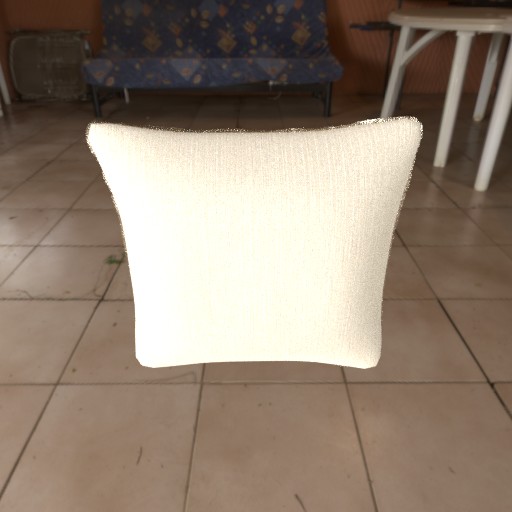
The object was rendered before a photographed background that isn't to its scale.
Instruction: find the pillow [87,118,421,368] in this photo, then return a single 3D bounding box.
[{"bbox_3d":[0.000,0.000,0.843,0.538,0.525,0.216,-1,30,-1],"label":"pillow"}]
